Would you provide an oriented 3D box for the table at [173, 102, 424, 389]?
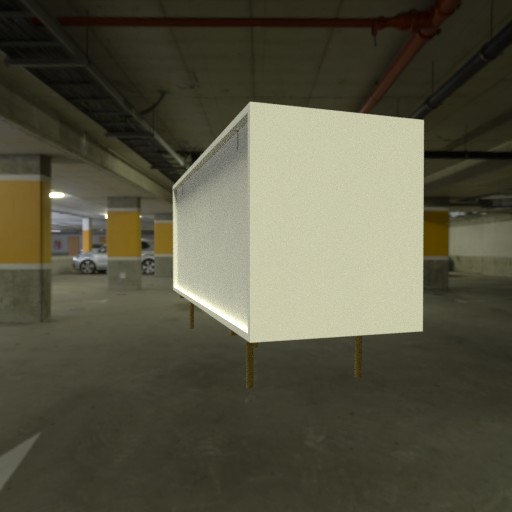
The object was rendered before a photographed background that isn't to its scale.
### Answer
[{"bbox_3d":[0.000,0.000,1.870,0.508,0.769,1.500,0,1,-18],"label":"table"}]
